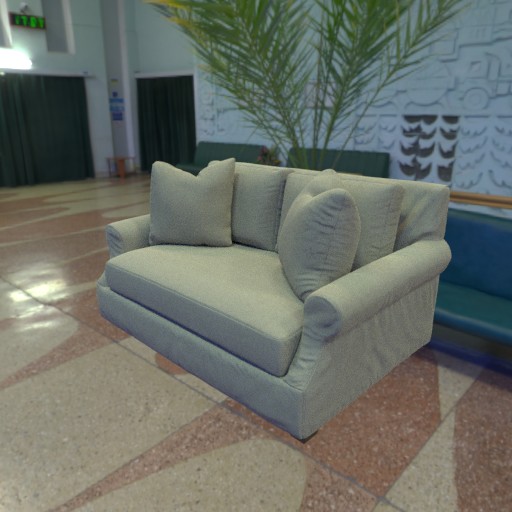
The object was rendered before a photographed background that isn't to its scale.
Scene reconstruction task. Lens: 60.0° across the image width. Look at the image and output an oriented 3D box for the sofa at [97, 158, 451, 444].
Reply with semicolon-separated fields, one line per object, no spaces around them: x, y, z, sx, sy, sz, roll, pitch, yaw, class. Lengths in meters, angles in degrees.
0.000;0.000;2.211;1.550;0.905;1.070;17;24;41;sofa
